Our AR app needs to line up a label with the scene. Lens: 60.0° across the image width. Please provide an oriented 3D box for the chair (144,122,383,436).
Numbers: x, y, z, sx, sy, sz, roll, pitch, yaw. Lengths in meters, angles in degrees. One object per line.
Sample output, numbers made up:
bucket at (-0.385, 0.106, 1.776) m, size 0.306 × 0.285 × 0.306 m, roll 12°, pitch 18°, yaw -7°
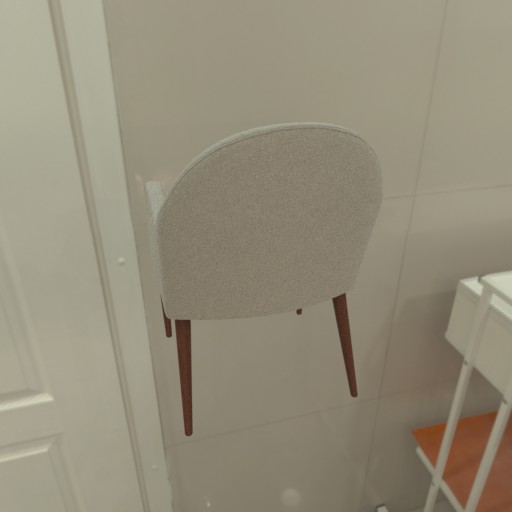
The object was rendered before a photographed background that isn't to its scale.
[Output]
chair at (0.000, 0.000, 1.347) m, size 0.610 × 0.889 × 0.620 m, roll -8°, pitch 28°, yaw -15°
